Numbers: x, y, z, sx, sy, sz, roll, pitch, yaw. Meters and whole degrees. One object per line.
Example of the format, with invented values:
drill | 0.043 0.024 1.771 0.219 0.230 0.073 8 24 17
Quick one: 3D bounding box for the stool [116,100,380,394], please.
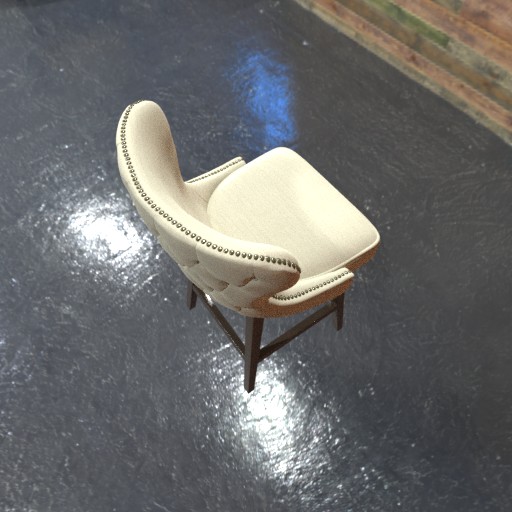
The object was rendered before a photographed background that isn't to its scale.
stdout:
stool | 0.000 0.000 1.388 0.597 0.972 0.615 -31 62 -18
